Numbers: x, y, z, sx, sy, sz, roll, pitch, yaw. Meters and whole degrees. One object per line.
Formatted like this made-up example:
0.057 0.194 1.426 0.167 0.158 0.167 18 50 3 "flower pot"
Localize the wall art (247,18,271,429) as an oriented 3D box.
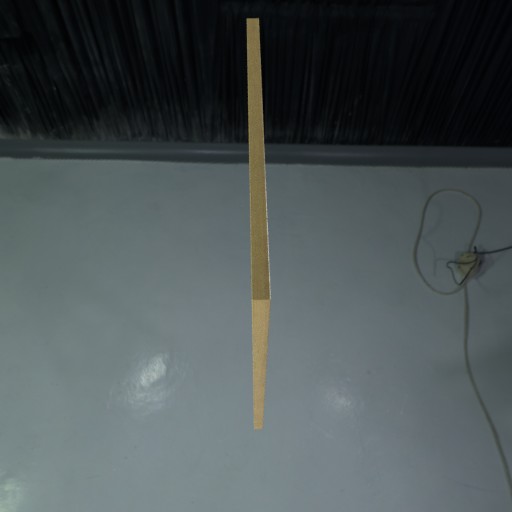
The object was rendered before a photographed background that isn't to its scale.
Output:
0.000 0.000 1.338 0.030 1.002 0.798 -1 58 -1 "wall art"
